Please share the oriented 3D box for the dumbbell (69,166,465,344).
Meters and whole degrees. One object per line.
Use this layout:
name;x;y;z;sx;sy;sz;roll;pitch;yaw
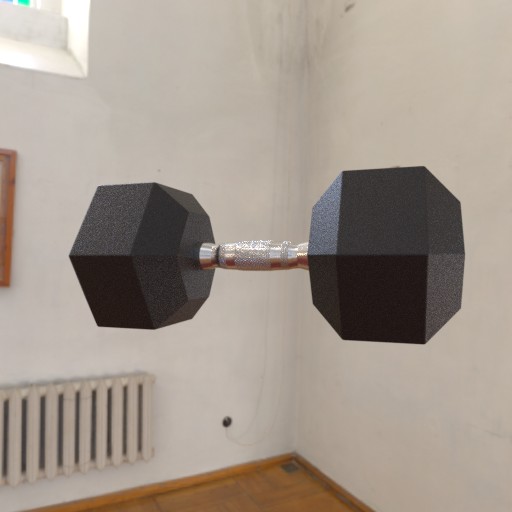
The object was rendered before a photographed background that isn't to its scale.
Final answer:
dumbbell;0.000;0.000;0.326;0.271;0.106;0.122;0;-1;18
